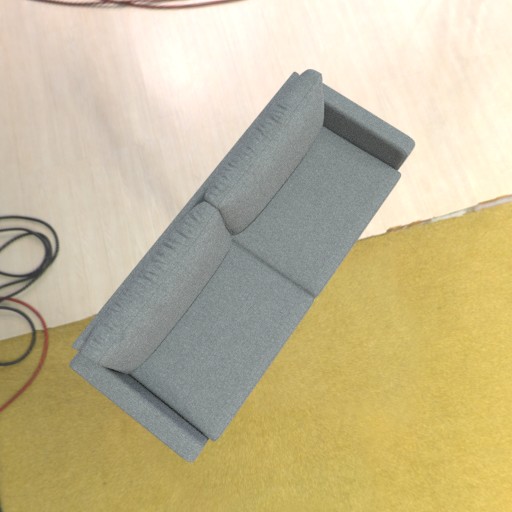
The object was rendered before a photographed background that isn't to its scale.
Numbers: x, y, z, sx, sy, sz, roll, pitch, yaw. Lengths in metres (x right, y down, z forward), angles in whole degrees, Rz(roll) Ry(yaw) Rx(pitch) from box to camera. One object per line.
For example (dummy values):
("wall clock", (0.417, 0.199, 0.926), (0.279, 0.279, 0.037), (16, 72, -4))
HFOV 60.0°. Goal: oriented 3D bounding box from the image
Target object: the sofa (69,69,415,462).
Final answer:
("sofa", (0.000, 0.000, 2.658), (0.880, 0.880, 2.200), (35, 78, 8))
